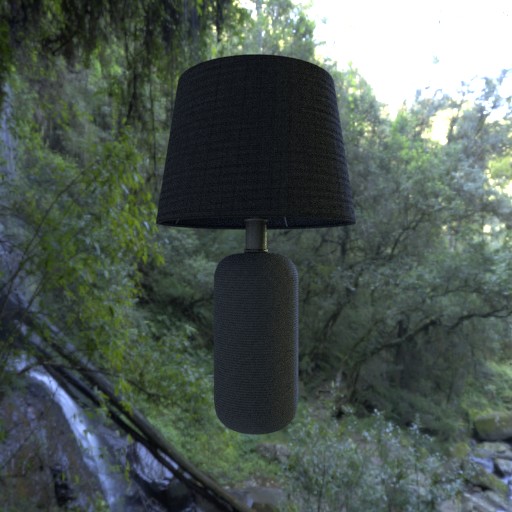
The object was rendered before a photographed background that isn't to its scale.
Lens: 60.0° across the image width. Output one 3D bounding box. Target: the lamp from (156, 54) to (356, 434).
[{"bbox_3d":[0.000,0.000,0.570,0.251,0.429,0.251,0,0,0],"label":"lamp"}]
